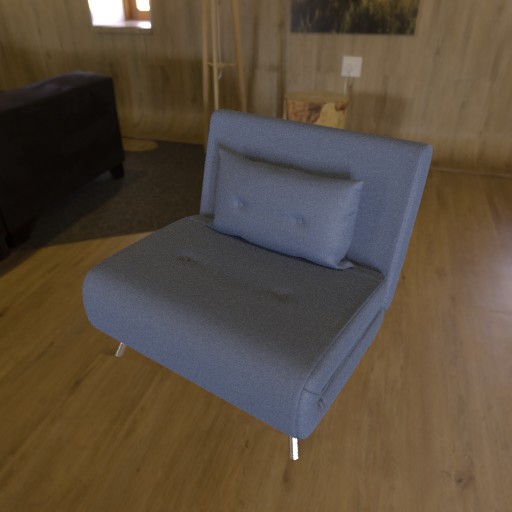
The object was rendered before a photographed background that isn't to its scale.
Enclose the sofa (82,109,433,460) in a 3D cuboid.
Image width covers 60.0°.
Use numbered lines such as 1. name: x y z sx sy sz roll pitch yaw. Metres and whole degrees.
1. sofa: 0.000 0.000 1.765 0.999 0.860 0.996 19 37 28
